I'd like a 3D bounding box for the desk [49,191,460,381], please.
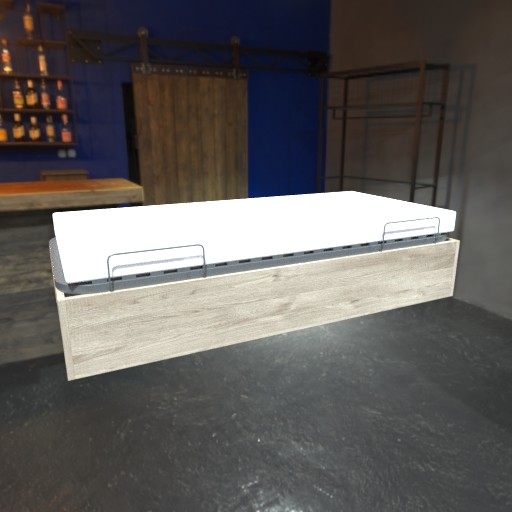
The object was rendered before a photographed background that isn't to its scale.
[{"bbox_3d":[0.000,0.000,2.277,1.900,0.455,0.900,-8,18,-25],"label":"desk"}]
